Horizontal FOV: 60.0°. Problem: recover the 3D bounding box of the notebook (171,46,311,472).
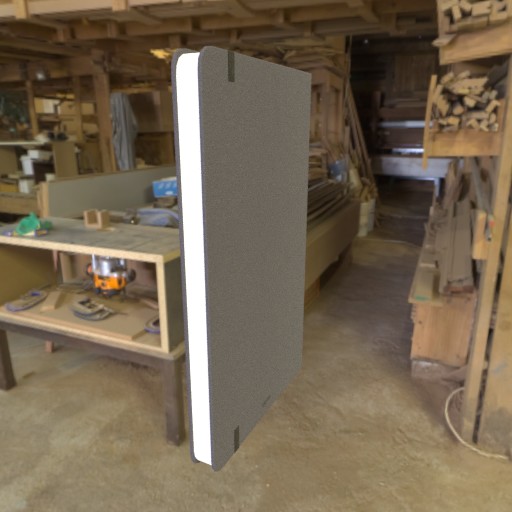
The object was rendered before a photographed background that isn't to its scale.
[{"bbox_3d":[0.000,0.000,0.263,0.016,0.213,0.127,8,18,26],"label":"notebook"}]
